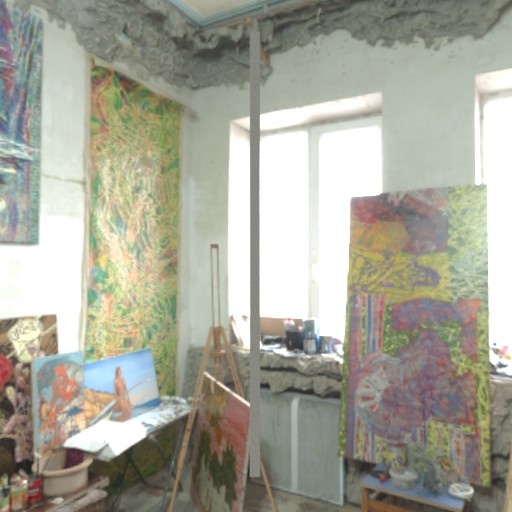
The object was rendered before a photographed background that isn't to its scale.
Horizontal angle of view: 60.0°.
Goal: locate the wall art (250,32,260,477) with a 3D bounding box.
[{"bbox_3d":[0.000,0.000,0.987,0.015,0.660,0.660,0,-1,0],"label":"wall art"}]
